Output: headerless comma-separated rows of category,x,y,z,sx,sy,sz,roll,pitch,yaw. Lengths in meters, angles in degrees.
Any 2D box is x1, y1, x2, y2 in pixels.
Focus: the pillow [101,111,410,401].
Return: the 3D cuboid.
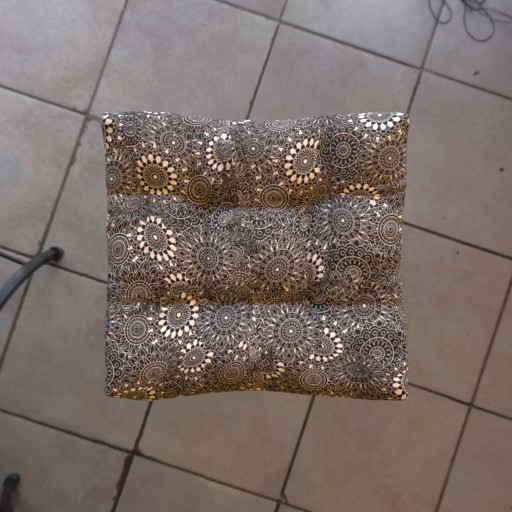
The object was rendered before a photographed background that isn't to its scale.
pillow,0.000,0.000,0.731,0.490,0.128,0.468,0,90,0
